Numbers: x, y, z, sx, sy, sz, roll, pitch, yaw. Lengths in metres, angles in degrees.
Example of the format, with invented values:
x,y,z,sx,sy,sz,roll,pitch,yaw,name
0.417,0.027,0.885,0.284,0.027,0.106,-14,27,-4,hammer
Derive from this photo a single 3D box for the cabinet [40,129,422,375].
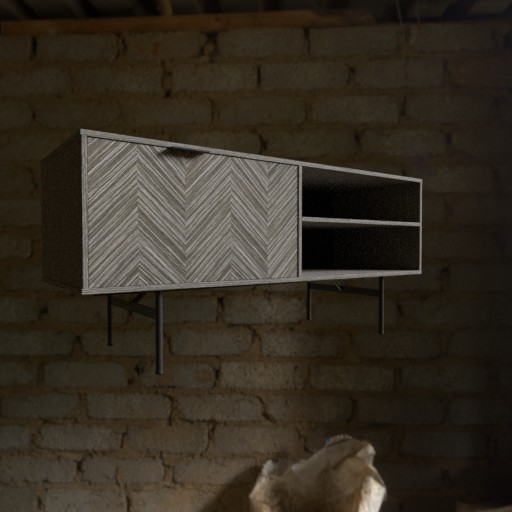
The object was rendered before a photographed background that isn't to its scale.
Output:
x,y,z,sx,sy,sz,roll,pitch,yaw,name
0.000,0.000,1.567,1.300,0.599,0.500,-1,2,-36,cabinet
